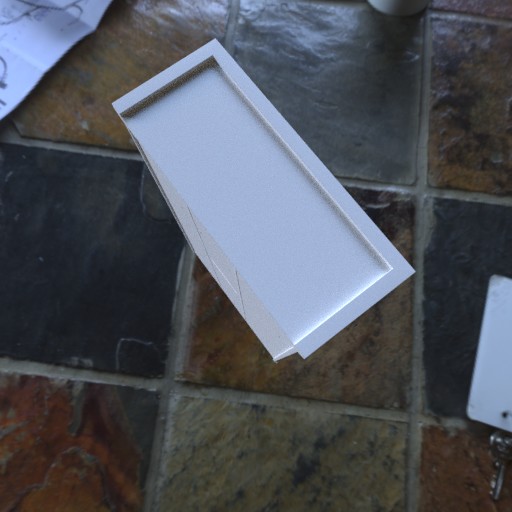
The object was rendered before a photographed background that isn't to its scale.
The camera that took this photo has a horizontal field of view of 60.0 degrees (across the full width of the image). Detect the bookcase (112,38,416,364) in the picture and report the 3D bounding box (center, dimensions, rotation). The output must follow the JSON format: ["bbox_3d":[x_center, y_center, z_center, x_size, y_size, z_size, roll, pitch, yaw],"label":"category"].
[{"bbox_3d":[0.000,0.000,2.332,0.432,1.880,1.050,-36,78,-9],"label":"bookcase"}]
